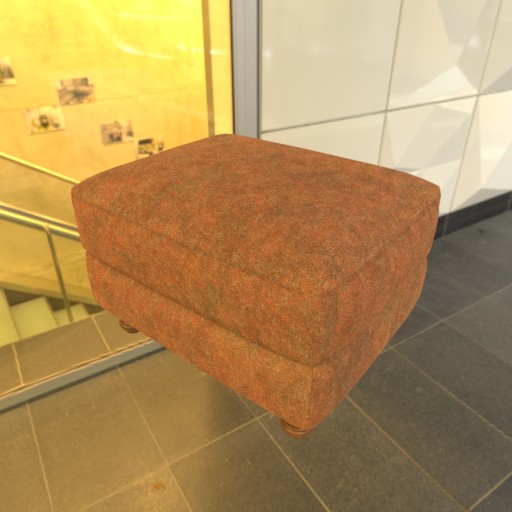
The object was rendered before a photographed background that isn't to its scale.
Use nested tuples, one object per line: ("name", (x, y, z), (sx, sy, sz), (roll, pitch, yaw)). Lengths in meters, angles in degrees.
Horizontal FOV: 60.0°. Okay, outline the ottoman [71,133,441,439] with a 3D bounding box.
("ottoman", (0.000, 0.000, 1.182), (0.787, 0.508, 0.635), (22, 37, 32))
